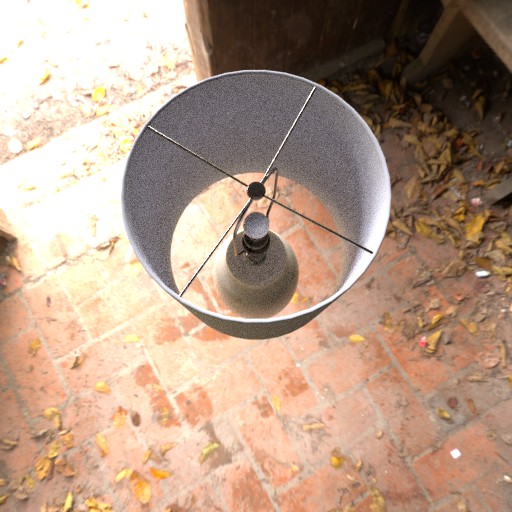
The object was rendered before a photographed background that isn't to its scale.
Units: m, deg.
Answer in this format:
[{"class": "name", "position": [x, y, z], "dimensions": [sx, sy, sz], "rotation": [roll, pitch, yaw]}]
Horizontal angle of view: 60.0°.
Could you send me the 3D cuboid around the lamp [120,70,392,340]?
[{"class": "lamp", "position": [0.000, 0.000, 0.574], "dimensions": [0.217, 0.453, 0.217], "rotation": [30, 78, 7]}]
